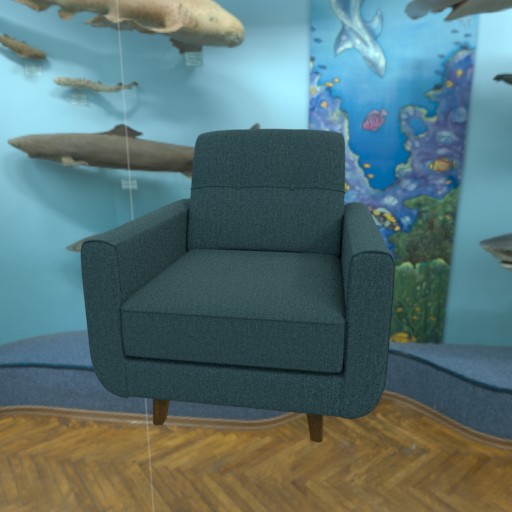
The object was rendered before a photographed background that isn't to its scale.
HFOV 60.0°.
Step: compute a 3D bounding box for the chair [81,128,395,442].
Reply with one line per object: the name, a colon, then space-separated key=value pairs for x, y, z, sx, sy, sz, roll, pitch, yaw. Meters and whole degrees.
chair: x=0.000 y=0.000 z=1.675 sx=0.880 sy=0.940 sz=0.964 roll=2 pitch=15 yaw=9
